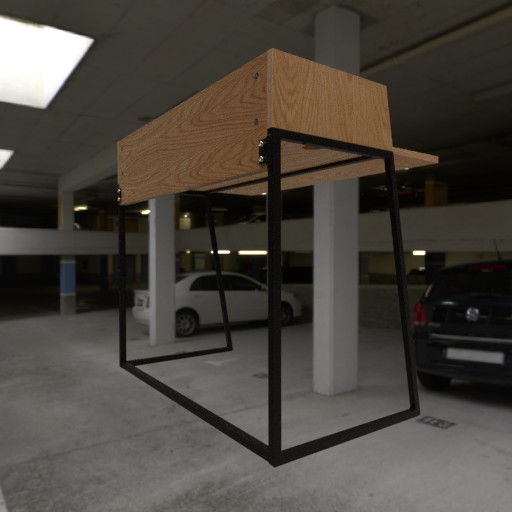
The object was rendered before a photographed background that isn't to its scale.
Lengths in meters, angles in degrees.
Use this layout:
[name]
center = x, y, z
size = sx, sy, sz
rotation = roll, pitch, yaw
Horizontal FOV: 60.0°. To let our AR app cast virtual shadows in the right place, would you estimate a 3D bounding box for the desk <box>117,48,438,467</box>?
[desk]
center = 0.000, 0.000, 1.818
size = 0.769, 1.061, 1.191
rotation = -1, 1, -35
